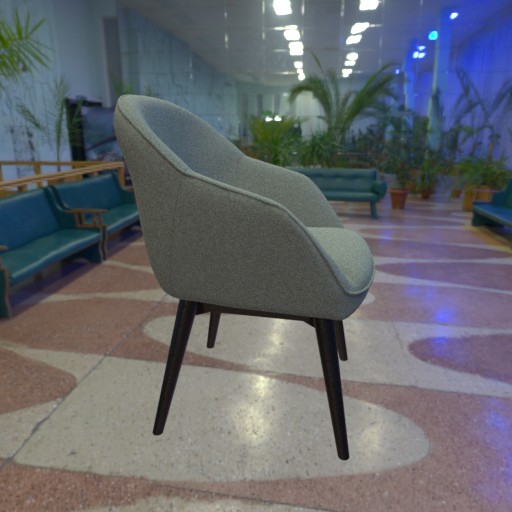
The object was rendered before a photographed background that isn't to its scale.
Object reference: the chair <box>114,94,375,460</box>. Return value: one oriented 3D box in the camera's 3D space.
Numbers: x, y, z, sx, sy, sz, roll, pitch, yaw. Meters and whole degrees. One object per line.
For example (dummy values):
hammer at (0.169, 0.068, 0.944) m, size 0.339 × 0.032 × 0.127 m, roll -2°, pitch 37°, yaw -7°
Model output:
chair at (0.000, 0.000, 1.178) m, size 0.611 × 0.810 × 0.589 m, roll 3°, pitch 16°, yaw 10°
